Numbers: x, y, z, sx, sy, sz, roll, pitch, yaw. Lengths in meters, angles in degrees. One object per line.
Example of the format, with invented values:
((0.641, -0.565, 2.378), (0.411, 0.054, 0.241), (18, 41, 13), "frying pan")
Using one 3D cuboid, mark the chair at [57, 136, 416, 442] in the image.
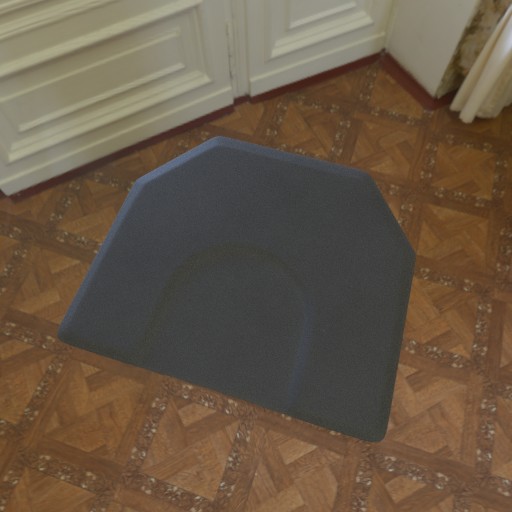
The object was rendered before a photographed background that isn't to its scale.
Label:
((0.000, 0.000, 1.980), (1.372, 0.024, 1.219), (16, 65, 8), "chair")
